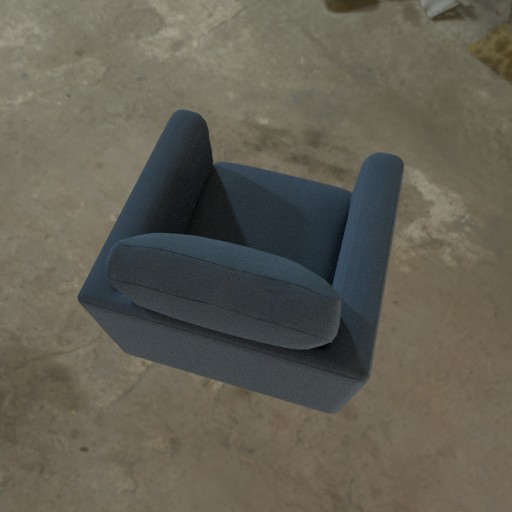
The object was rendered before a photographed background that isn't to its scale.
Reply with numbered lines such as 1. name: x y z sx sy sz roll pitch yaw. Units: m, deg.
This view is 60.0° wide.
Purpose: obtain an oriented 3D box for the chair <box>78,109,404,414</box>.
1. chair: 0.000 0.000 1.589 0.855 0.922 0.820 14 63 7
